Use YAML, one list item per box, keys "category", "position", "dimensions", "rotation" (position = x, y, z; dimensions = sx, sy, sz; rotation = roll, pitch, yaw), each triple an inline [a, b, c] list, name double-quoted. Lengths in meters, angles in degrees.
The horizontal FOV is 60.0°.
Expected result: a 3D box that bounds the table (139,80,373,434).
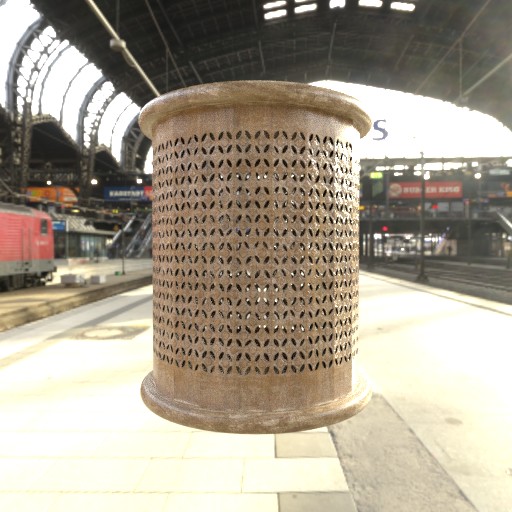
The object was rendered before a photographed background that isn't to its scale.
- category: "table"
  position: [0.000, 0.000, 0.799]
  dimensions: [0.407, 0.482, 0.407]
  rotation: [0, 1, 0]
